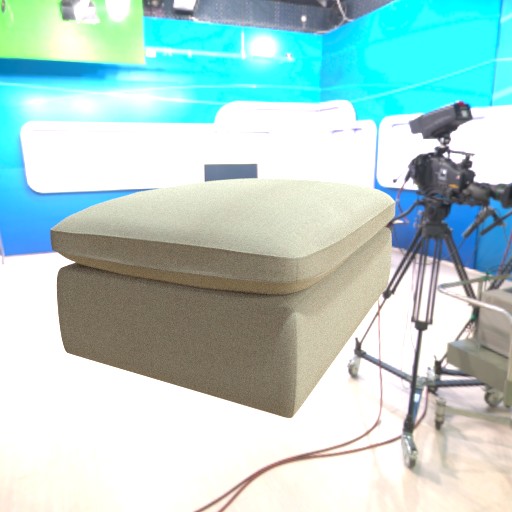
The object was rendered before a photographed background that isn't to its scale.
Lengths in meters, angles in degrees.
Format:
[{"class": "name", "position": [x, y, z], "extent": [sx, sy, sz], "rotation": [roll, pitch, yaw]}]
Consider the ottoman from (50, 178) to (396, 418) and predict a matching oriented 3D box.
[{"class": "ottoman", "position": [0.000, 0.000, 1.370], "extent": [0.686, 0.453, 0.984], "rotation": [7, 16, 26]}]
